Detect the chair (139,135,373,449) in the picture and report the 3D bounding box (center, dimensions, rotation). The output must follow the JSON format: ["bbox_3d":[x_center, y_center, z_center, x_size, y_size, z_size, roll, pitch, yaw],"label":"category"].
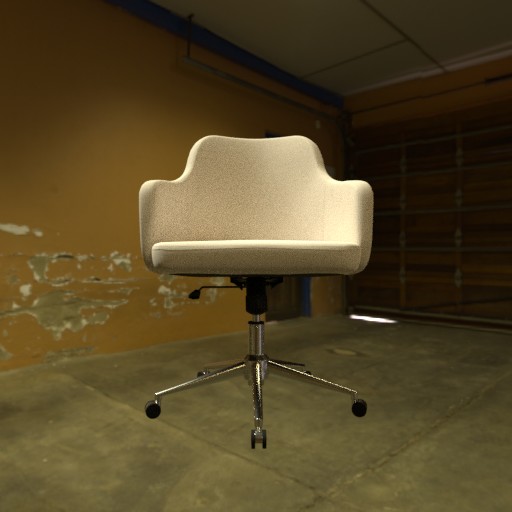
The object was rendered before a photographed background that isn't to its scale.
[{"bbox_3d":[0.000,0.000,1.248,0.602,0.819,0.647,0,0,-1],"label":"chair"}]
